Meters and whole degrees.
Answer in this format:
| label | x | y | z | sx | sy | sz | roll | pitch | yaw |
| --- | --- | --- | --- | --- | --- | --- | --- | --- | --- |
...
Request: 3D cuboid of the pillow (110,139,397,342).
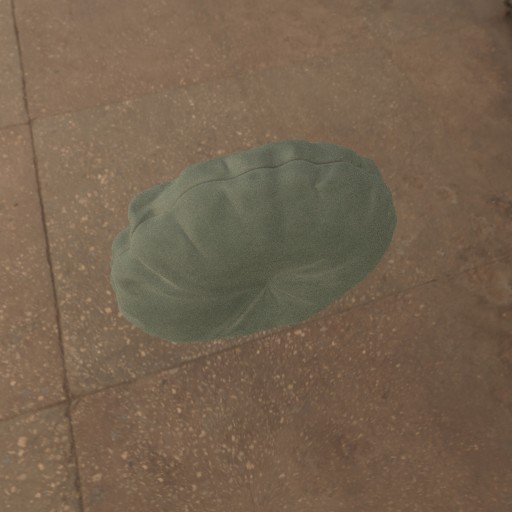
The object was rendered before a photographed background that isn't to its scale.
| label | x | y | z | sx | sy | sz | roll | pitch | yaw |
| --- | --- | --- | --- | --- | --- | --- | --- | --- | --- |
| pillow | 0.000 | 0.000 | 0.655 | 0.428 | 0.407 | 0.148 | -15 | 61 | -8 |
